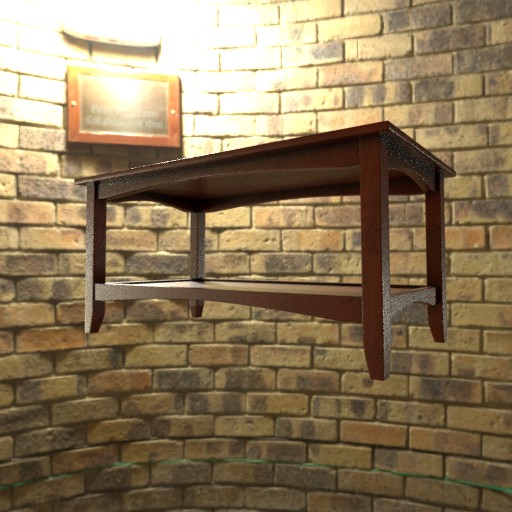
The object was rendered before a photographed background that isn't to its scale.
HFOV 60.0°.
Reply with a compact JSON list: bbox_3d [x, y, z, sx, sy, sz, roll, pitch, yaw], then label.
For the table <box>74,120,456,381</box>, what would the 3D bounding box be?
[{"bbox_3d":[0.000,0.000,1.247,0.943,0.456,0.533,0,-1,36],"label":"table"}]
